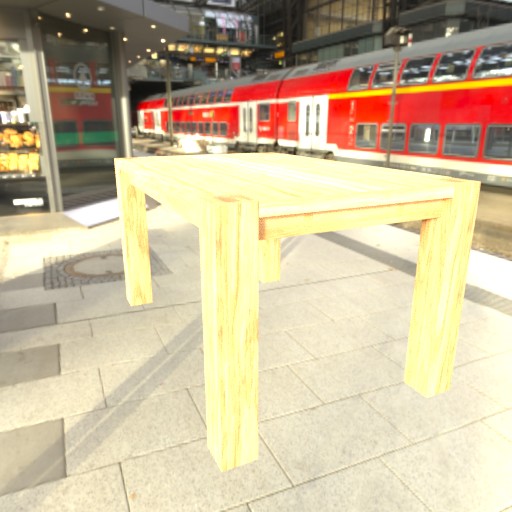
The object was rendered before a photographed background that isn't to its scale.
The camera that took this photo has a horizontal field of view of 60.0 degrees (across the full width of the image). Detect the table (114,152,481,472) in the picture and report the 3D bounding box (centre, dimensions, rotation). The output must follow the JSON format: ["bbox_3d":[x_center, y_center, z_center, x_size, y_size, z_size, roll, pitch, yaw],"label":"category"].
[{"bbox_3d":[0.000,0.000,1.921,0.900,0.760,1.400,-8,19,-25],"label":"table"}]
